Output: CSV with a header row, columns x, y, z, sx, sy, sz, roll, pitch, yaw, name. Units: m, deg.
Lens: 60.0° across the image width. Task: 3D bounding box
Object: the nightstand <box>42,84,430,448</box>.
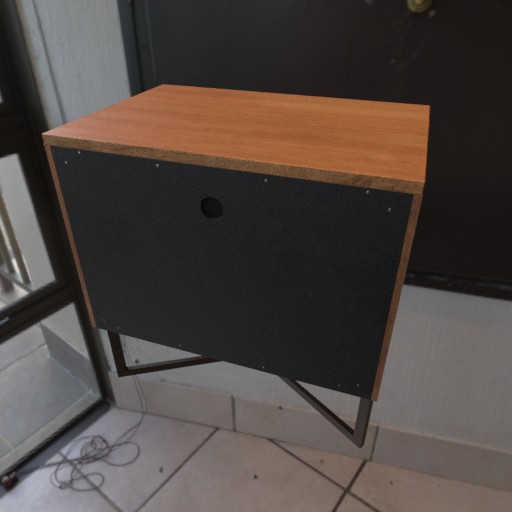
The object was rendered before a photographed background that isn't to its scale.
x,y,z,sx,sy,sz,roll,pitch,yaw,name
0.000,0.000,0.993,0.613,0.615,0.427,11,34,16,nightstand
